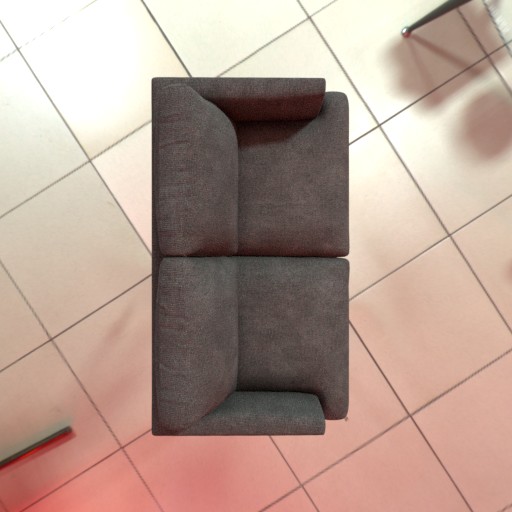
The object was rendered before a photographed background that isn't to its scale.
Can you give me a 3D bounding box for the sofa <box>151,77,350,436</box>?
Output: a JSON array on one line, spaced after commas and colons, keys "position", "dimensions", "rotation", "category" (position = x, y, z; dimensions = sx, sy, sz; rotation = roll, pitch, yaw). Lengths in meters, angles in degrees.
[{"position": [0.000, 0.000, 2.115], "dimensions": [0.903, 0.956, 1.582], "rotation": [0, 90, 0], "category": "sofa"}]
